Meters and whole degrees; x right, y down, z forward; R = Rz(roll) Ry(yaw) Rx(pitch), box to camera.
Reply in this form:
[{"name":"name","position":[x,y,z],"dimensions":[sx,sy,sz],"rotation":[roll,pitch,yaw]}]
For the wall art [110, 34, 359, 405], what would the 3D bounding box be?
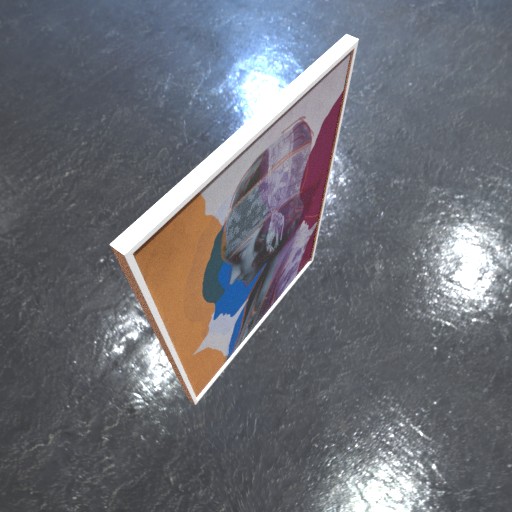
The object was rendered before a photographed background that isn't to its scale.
[{"name":"wall art","position":[0.000,0.000,1.381],"dimensions":[0.039,1.050,0.795],"rotation":[33,64,19]}]
